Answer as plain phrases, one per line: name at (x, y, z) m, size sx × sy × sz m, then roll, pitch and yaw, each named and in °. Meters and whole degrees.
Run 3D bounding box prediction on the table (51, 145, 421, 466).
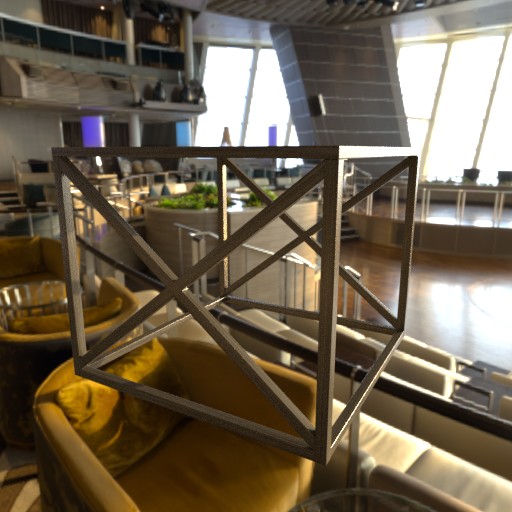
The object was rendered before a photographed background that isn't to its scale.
table at (0.000, 0.000, 1.068) m, size 0.611 × 0.507 × 0.609 m, roll 8°, pitch 15°, yaw 29°
